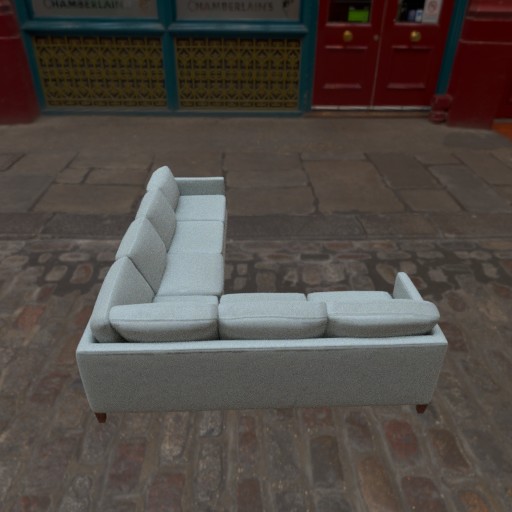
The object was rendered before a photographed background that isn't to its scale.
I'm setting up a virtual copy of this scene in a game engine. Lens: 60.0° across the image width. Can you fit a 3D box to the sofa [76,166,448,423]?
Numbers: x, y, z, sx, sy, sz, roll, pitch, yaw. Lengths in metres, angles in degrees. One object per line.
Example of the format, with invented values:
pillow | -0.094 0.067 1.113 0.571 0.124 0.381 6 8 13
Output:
sofa | 0.000 0.000 4.517 2.592 0.947 3.301 -1 31 -2
